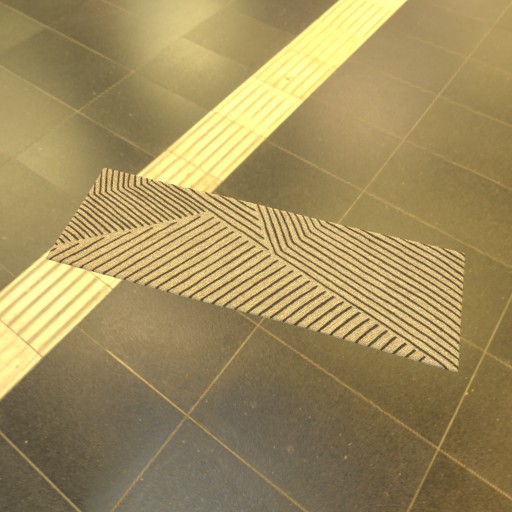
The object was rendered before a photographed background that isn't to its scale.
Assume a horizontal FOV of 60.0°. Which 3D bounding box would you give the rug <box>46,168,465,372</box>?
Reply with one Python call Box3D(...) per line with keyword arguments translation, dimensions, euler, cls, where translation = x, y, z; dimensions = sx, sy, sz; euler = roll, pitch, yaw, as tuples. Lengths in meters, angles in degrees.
Box3D(translation=(0.000, 0.000, 2.698), dimensions=(2.439, 0.020, 0.773), euler=(14, 59, 9), cls="rug")
